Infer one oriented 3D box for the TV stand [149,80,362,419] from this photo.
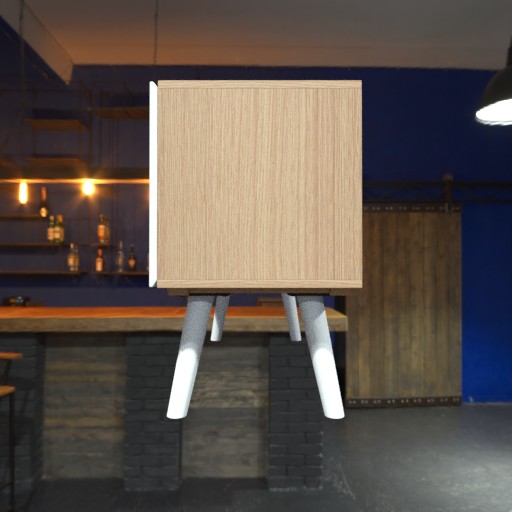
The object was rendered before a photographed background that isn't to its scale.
[{"bbox_3d":[0.000,0.000,1.340,0.407,0.660,0.991,0,-1,0],"label":"TV stand"}]
